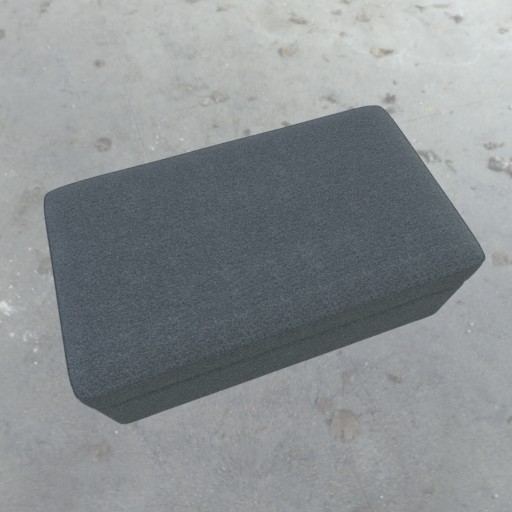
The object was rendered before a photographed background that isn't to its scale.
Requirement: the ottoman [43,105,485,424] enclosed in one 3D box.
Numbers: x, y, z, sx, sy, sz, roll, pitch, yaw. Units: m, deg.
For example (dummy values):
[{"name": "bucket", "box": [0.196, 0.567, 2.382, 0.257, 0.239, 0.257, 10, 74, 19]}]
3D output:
[{"name": "ottoman", "box": [0.000, 0.000, 1.474, 1.173, 0.494, 0.681, -17, 62, -9]}]
